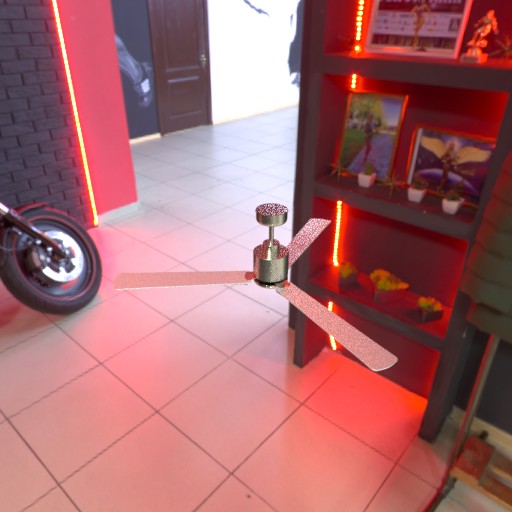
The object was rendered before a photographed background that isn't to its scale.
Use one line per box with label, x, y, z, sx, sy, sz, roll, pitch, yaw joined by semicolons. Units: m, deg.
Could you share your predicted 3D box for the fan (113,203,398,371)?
fan;0.000;0.000;2.385;1.531;0.446;1.561;-8;30;-14
